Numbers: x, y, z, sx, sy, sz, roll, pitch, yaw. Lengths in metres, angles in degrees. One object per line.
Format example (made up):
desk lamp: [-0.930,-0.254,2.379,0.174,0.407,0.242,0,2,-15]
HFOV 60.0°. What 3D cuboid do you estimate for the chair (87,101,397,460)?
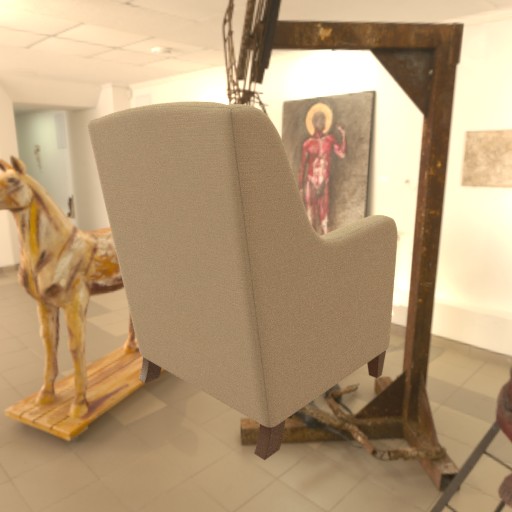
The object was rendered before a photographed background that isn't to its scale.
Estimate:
chair: [0.000,0.000,1.642,0.715,1.017,0.896,12,18,43]
